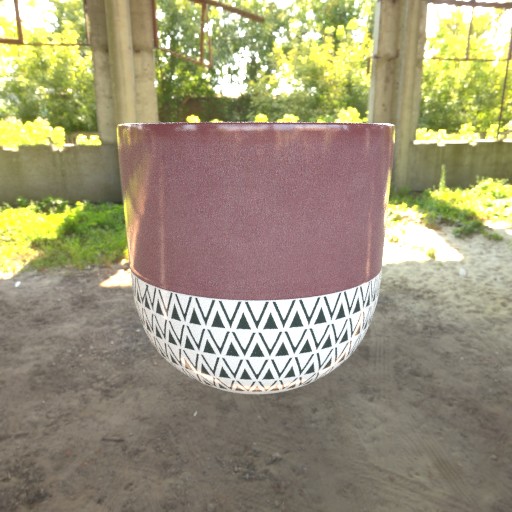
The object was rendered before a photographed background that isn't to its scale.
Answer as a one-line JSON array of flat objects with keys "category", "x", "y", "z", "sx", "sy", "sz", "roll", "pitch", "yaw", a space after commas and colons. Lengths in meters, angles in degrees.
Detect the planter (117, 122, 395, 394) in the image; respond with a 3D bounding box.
[{"category": "planter", "x": 0.000, "y": 0.000, "z": 0.477, "sx": 0.266, "sy": 0.270, "sz": 0.266, "roll": 0, "pitch": 15, "yaw": 0}]
